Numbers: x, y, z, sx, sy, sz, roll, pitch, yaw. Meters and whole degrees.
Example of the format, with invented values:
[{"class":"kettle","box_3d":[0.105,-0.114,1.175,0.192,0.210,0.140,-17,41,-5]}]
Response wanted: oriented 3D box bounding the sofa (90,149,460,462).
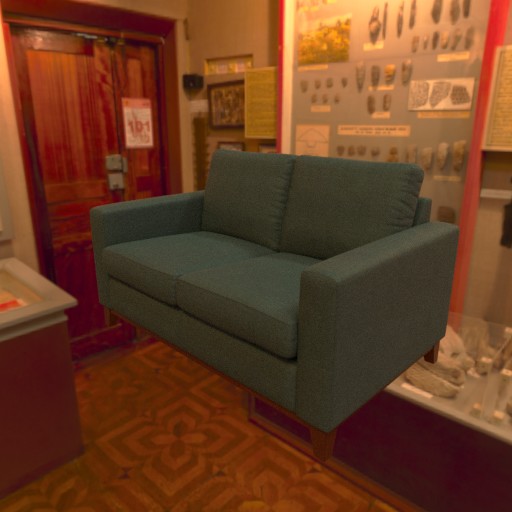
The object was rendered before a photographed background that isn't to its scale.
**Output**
[{"class":"sofa","box_3d":[0.000,0.000,2.079,1.489,0.903,0.955,16,23,42]}]
